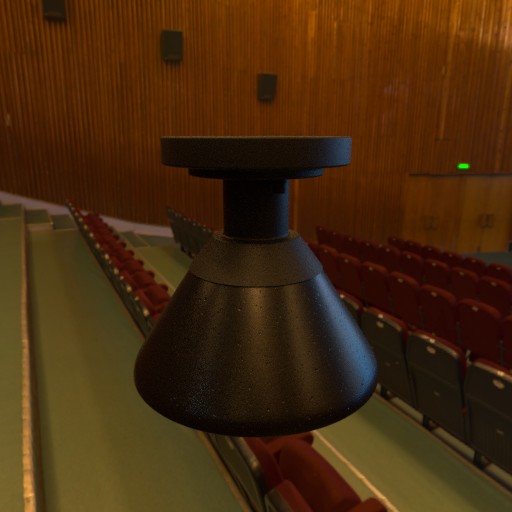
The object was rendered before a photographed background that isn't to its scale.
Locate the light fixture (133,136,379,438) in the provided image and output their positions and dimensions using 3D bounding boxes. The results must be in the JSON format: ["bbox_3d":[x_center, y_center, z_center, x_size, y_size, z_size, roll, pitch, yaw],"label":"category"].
[{"bbox_3d":[0.000,0.000,0.352,0.200,0.183,0.200,0,15,0],"label":"light fixture"}]
